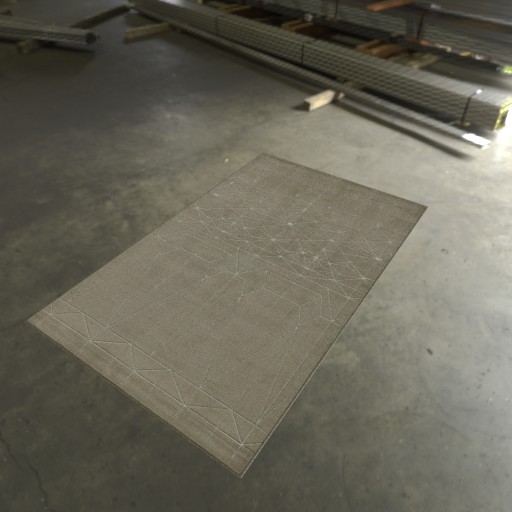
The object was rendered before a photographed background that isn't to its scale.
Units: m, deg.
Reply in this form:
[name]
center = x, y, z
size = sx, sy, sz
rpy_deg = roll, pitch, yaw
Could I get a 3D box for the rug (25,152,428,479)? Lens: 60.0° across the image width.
[rug]
center = 0.000, 0.000, 2.959
size = 1.524, 0.012, 2.438
rpy_deg = 24, 47, 25
